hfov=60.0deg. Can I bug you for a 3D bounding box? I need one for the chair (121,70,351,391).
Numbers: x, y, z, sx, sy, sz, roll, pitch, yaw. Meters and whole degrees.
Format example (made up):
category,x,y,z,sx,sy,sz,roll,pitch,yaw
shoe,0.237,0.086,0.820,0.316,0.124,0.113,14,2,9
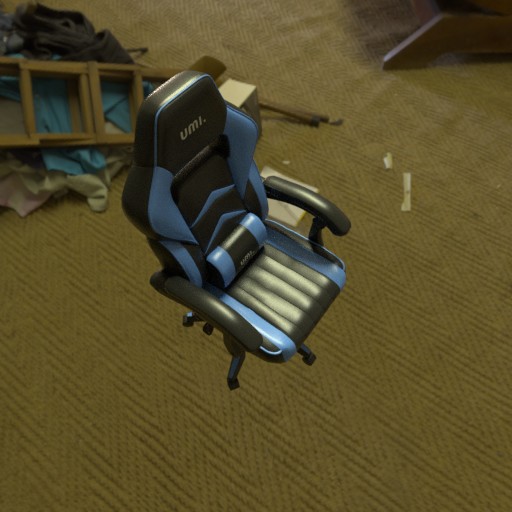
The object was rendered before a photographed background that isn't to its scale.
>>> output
category,x,y,z,sx,sy,sz,roll,pitch,yaw
chair,0.000,0.000,1.721,0.700,1.280,0.700,32,63,19
